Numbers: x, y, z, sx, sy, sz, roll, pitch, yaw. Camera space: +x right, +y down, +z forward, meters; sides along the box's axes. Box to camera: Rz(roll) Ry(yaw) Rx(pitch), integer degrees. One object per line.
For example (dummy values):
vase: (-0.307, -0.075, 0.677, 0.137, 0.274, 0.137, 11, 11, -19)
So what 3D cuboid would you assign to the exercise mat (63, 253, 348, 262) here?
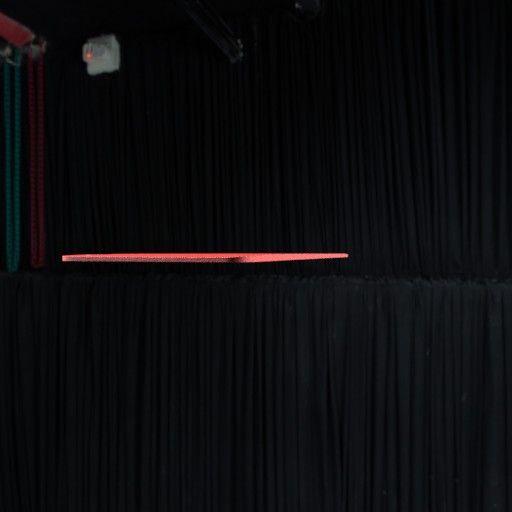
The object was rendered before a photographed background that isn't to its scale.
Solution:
exercise mat: (0.000, 0.000, 2.086, 0.616, 0.021, 1.869, 0, 0, 20)
